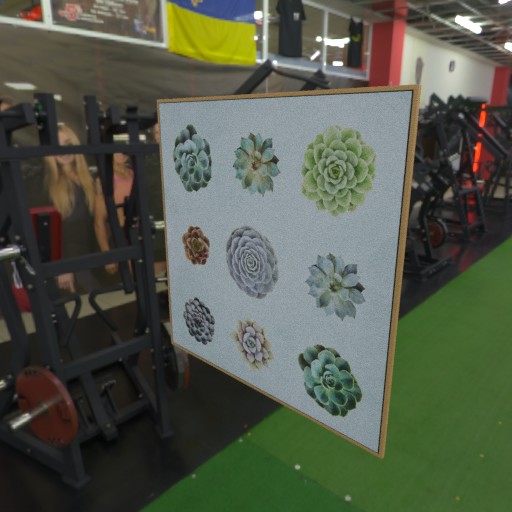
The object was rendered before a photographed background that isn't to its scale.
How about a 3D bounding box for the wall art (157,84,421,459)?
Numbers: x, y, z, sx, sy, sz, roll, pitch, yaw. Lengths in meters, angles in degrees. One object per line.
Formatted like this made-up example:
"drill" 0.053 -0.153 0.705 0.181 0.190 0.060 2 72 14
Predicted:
"wall art" 0.000 0.000 1.396 0.962 0.959 0.013 15 23 41
